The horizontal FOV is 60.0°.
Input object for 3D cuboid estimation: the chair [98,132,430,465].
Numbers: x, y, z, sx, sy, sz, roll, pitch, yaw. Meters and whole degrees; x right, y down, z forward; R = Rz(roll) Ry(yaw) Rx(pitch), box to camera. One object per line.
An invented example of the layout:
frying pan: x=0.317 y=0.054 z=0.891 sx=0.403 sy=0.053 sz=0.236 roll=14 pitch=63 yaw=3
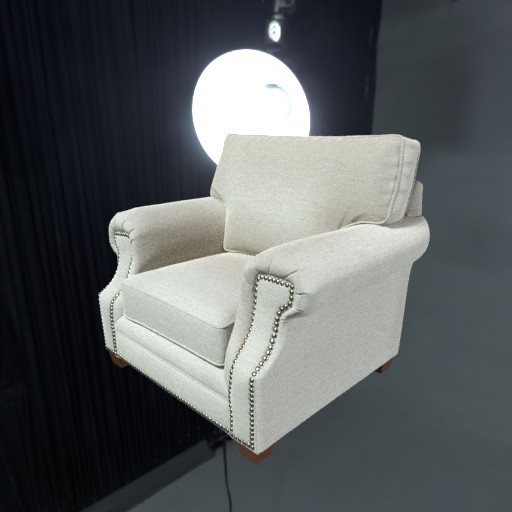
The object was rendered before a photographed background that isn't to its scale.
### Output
chair: x=0.000 y=0.000 z=1.806 sx=1.092 sy=0.961 sz=0.965 roll=16 pitch=22 yaw=42
